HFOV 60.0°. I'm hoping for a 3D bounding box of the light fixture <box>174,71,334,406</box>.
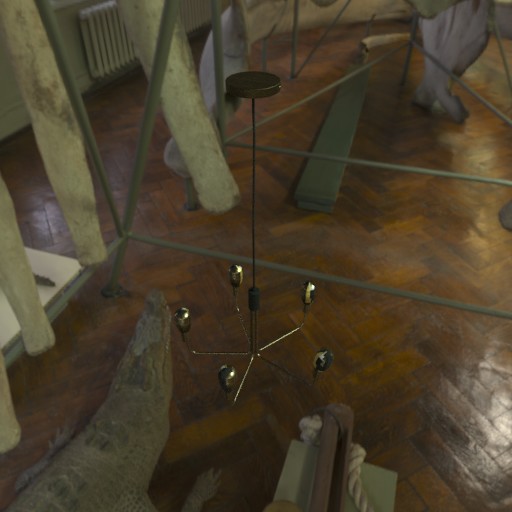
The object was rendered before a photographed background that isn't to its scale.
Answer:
[{"bbox_3d":[0.000,0.000,1.387,0.588,1.059,0.532,12,41,14],"label":"light fixture"}]
